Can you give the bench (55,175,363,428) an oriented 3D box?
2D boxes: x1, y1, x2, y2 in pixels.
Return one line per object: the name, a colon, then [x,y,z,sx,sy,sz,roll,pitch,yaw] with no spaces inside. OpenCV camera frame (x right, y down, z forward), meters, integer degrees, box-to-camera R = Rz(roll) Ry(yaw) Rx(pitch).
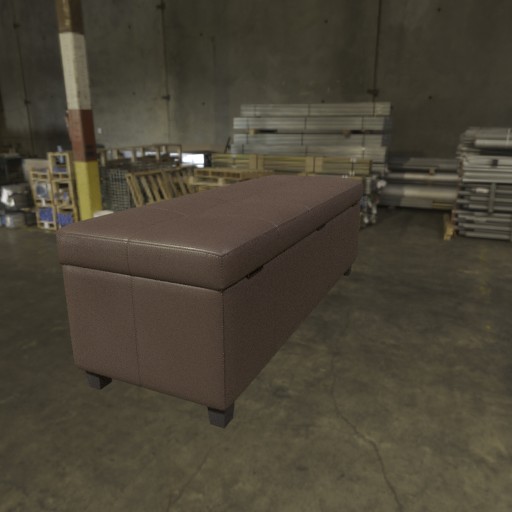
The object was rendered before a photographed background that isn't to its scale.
bench: [0.000,0.000,1.459,0.450,0.417,1.219,7,18,24]
